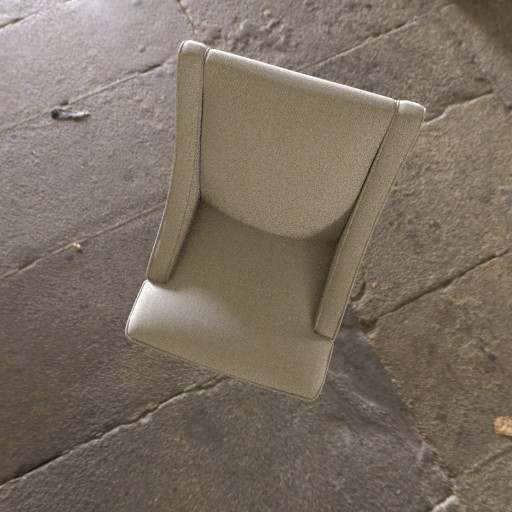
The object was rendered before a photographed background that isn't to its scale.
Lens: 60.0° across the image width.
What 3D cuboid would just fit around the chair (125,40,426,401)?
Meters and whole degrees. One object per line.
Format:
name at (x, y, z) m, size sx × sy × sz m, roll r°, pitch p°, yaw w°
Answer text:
chair at (0.000, 0.000, 1.395) m, size 0.628 × 0.872 × 0.748 m, roll 18°, pitch 75°, yaw 5°
